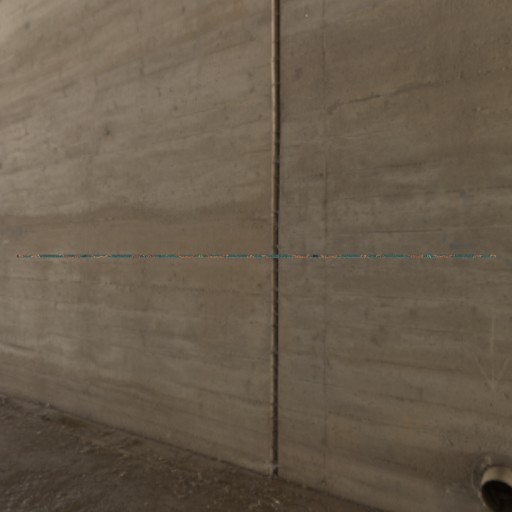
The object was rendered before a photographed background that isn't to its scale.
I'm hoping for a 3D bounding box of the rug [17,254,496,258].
[{"bbox_3d":[0.000,0.000,2.874,2.290,0.016,1.527,0,0,-1],"label":"rug"}]
